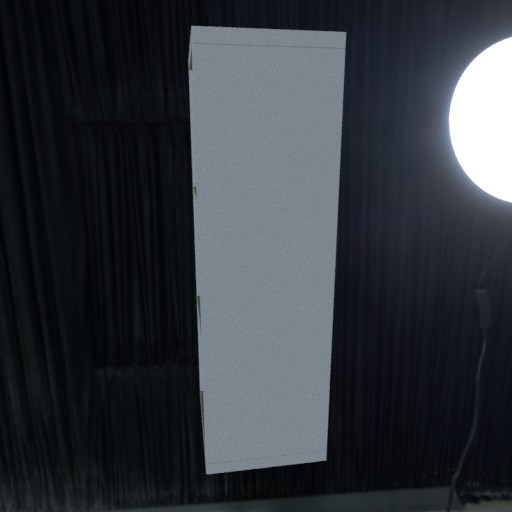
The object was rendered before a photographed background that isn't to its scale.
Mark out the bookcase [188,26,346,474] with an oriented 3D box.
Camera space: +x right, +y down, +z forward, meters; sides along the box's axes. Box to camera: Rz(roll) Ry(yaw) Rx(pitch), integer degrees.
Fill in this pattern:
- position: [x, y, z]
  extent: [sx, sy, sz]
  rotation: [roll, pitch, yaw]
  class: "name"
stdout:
- position: [0.000, 0.000, 1.248]
  extent: [0.330, 1.080, 0.390]
  rotation: [-2, 15, -9]
  class: "bookcase"
